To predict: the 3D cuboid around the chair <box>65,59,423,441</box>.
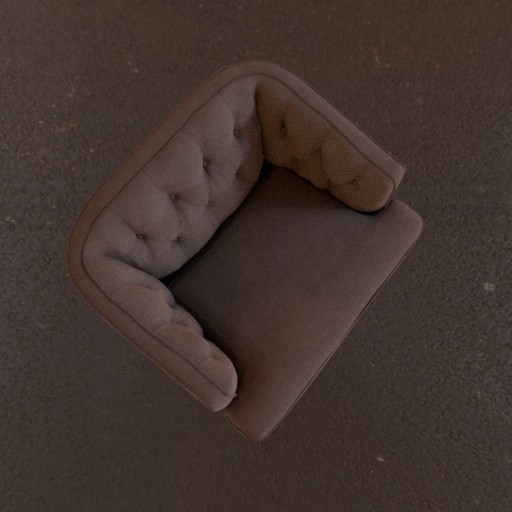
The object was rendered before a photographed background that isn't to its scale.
[{"bbox_3d":[0.000,0.000,1.776,0.941,0.852,1.104,38,78,9],"label":"chair"}]
